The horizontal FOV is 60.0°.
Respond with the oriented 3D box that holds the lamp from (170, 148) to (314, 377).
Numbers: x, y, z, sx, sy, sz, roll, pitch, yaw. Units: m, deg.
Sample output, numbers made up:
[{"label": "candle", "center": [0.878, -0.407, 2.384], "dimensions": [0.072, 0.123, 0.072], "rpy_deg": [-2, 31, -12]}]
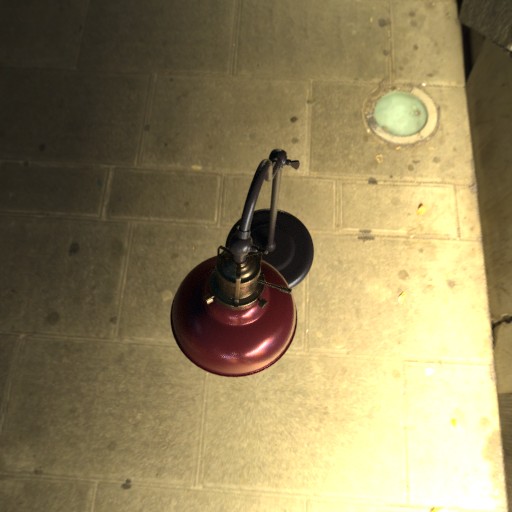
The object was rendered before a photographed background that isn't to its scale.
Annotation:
[{"label": "lamp", "center": [0.000, 0.000, 0.686], "dimensions": [0.192, 0.508, 0.374], "rpy_deg": [18, 74, 5]}]
